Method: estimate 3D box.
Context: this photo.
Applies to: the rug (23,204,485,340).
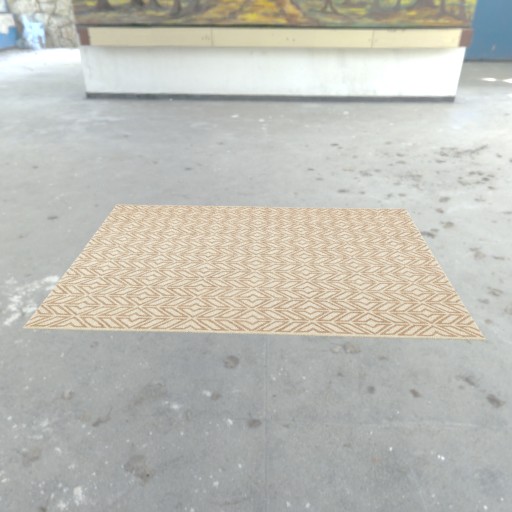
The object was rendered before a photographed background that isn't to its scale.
[{"bbox_3d":[0.000,0.000,2.273,1.828,0.007,1.220,1,30,2],"label":"rug"}]
